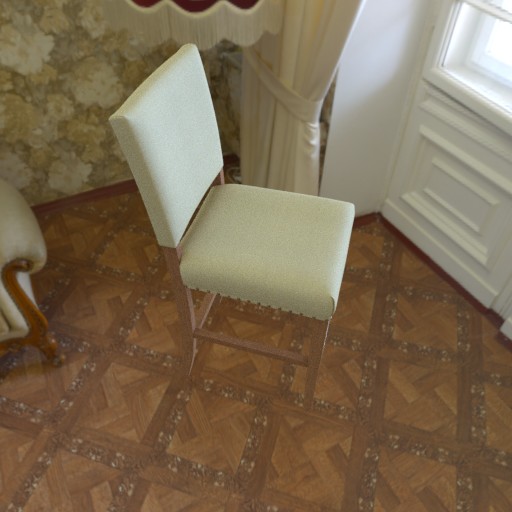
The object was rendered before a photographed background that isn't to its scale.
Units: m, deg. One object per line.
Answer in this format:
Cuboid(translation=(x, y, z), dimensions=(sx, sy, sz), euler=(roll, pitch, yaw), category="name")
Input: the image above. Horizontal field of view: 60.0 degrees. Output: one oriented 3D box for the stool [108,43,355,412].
Cuboid(translation=(0.000, 0.000, 1.487), dimensions=(0.584, 1.168, 0.445), euler=(12, 47, 11), category="stool")
